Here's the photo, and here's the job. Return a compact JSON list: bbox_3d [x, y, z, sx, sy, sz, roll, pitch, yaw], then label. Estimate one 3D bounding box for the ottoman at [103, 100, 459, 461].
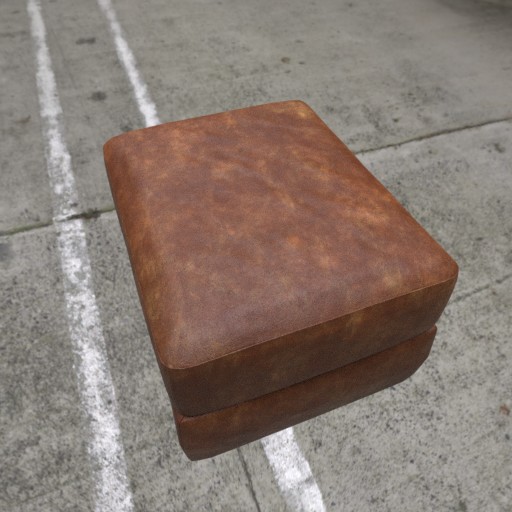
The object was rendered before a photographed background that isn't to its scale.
[{"bbox_3d":[0.000,0.000,1.122,0.603,0.476,0.751,-16,49,-14],"label":"ottoman"}]
